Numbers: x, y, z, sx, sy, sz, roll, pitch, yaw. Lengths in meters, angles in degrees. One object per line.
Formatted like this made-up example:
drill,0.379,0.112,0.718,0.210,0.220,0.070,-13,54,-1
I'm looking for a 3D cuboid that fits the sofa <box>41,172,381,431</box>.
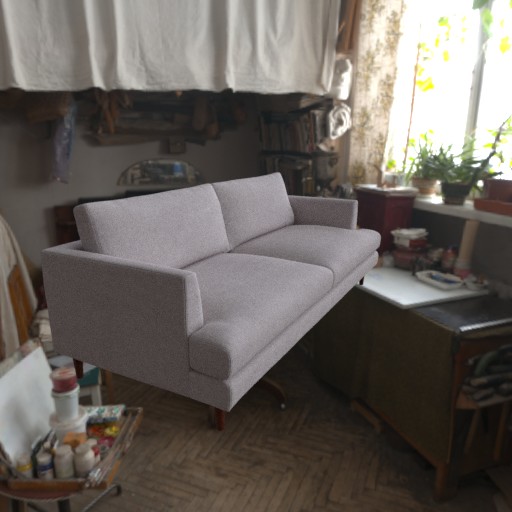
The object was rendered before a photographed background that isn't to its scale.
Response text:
sofa,0.000,0.000,2.761,1.020,0.868,2.250,8,17,28
